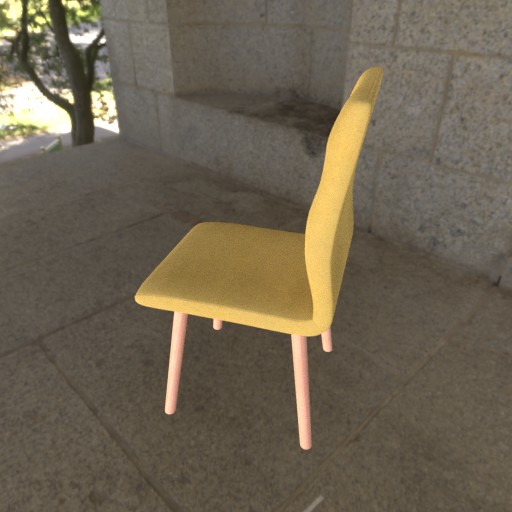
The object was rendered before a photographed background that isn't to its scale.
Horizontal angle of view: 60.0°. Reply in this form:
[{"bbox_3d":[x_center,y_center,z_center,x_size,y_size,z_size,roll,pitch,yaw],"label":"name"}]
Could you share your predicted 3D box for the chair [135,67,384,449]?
[{"bbox_3d":[0.000,0.000,1.261,0.550,0.965,0.450,9,32,14],"label":"chair"}]
